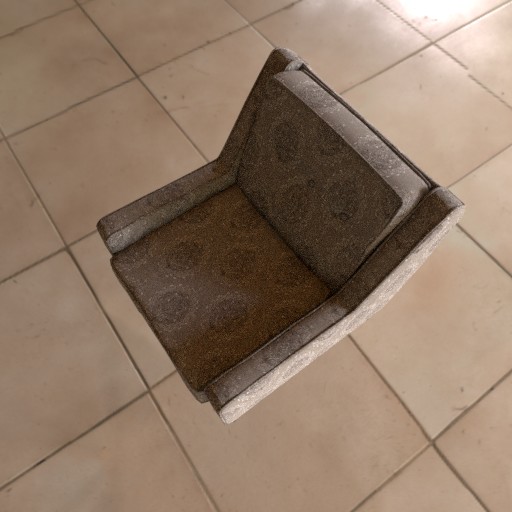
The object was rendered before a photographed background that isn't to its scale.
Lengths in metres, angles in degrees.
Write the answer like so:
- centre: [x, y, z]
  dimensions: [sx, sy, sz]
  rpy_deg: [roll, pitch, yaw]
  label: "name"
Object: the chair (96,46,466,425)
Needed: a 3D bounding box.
- centre: [0.000, 0.000, 1.336]
  dimensions: [0.750, 0.797, 0.665]
  rpy_deg: [-33, 68, -15]
  label: "chair"
